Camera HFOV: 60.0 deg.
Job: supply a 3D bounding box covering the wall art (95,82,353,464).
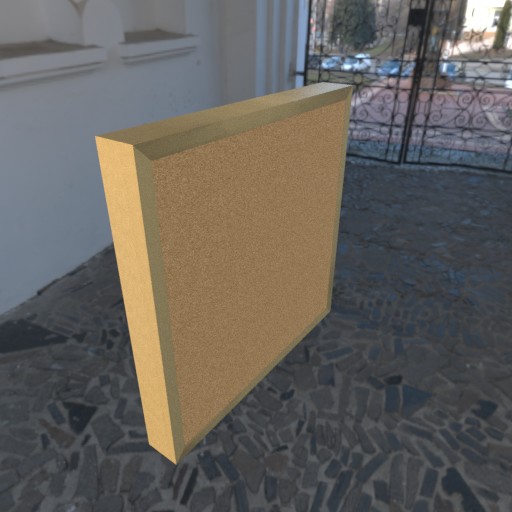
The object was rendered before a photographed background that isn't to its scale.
[{"bbox_3d":[0.000,0.000,0.463,0.038,0.305,0.304,20,35,31],"label":"wall art"}]
